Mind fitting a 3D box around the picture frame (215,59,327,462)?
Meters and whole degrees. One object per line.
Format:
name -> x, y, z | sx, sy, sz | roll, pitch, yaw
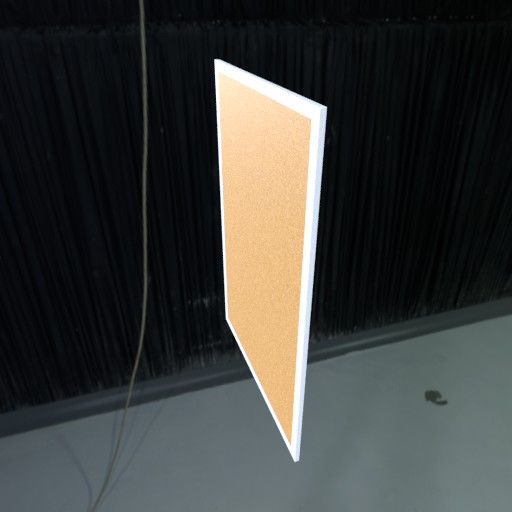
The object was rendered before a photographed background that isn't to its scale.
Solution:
picture frame -> 0.000, 0.000, 1.240 | 0.013, 0.940, 0.659 | -10, 32, -17
